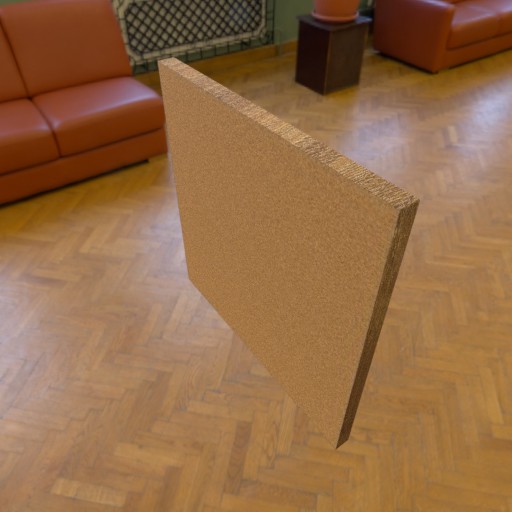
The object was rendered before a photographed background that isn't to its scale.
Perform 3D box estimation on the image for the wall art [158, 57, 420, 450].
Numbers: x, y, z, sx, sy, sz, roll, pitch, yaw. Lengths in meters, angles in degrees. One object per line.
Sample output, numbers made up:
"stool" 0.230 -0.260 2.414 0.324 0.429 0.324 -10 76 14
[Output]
"wall art" 0.000 0.000 0.894 0.042 0.608 0.611 -26 49 -26
